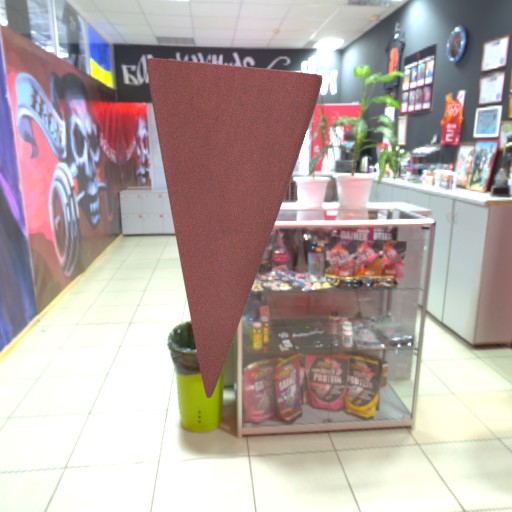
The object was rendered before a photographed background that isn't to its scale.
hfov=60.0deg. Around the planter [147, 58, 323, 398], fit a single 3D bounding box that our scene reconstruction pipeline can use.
[{"bbox_3d":[0.000,0.000,0.163,0.047,0.130,0.058,7,16,26],"label":"planter"}]
